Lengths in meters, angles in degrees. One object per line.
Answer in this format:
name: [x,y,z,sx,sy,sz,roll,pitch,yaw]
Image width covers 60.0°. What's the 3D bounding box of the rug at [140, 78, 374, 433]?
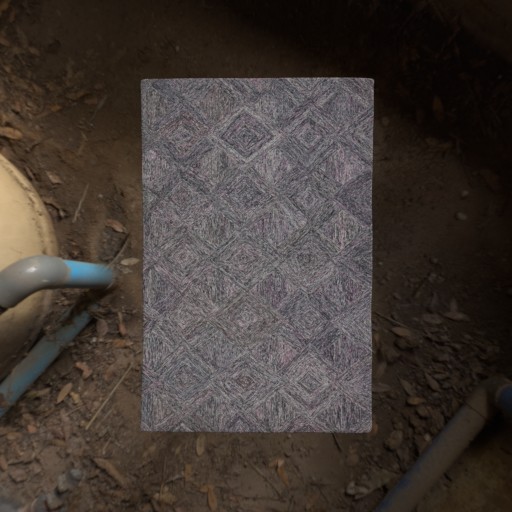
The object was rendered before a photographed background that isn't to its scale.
rug: [0.000,0.000,2.193,1.158,0.013,1.752,0,90,1]
